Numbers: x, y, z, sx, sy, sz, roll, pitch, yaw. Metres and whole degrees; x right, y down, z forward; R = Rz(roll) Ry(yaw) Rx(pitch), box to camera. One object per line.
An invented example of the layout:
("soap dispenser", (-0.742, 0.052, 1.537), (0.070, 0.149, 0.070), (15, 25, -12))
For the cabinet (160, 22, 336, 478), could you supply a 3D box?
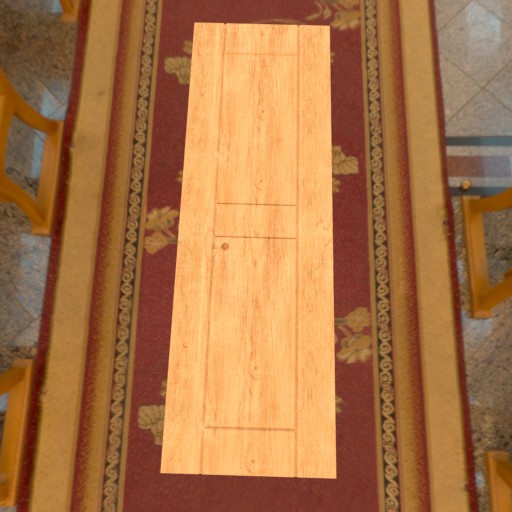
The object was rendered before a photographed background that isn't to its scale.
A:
("cabinet", (0.000, 0.000, 1.644), (0.432, 0.810, 1.321), (2, 76, 0))
